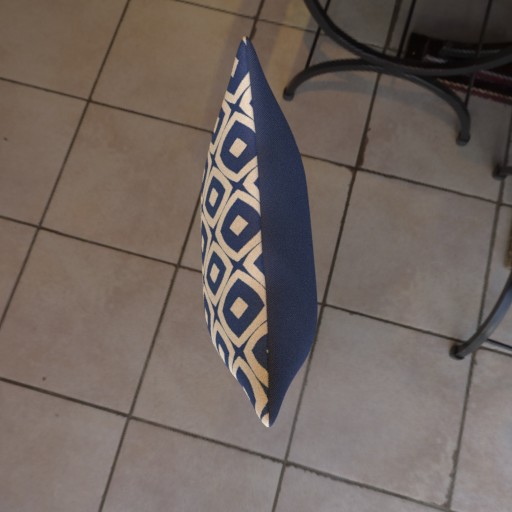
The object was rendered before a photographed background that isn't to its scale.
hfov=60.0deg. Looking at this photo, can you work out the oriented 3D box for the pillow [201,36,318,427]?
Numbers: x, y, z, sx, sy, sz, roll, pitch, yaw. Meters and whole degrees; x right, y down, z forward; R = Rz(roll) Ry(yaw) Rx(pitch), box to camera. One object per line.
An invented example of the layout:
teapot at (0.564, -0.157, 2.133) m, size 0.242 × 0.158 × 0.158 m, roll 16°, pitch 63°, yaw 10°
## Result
pillow at (0.000, 0.000, 0.783) m, size 0.188 × 0.494 × 0.504 m, roll -3°, pitch 77°, yaw -1°
